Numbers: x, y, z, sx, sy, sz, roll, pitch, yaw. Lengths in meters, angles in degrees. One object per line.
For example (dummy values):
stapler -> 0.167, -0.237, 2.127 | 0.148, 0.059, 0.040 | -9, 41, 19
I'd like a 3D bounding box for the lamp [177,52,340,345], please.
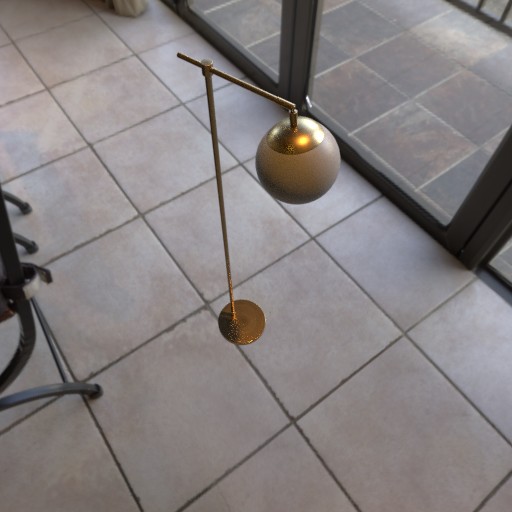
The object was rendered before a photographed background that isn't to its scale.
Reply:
lamp -> 0.000, 0.000, 1.663 | 0.476, 1.505, 0.249 | 31, 63, 18
